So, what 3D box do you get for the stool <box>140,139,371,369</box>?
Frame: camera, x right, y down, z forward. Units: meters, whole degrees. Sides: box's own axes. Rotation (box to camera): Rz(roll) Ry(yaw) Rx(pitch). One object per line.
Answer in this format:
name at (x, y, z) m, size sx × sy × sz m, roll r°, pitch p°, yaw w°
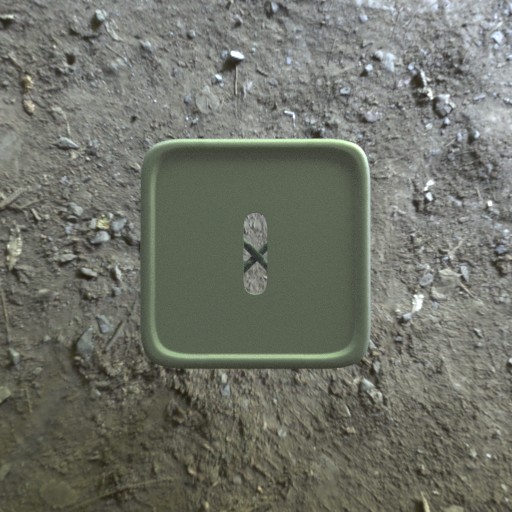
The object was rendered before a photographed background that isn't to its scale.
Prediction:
stool at (0.000, 0.000, 0.889) m, size 0.410 × 0.608 × 0.410 m, roll 0°, pitch 89°, yaw 0°
